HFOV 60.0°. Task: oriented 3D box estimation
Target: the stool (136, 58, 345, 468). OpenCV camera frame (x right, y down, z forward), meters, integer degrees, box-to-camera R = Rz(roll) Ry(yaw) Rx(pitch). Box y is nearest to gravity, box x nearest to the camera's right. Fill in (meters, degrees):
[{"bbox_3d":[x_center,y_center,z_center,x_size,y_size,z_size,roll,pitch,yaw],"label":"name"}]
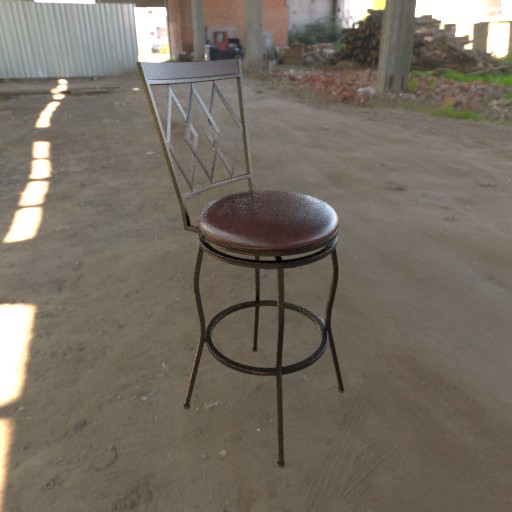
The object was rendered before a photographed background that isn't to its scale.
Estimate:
[{"bbox_3d":[0.000,0.000,1.407,0.521,1.134,0.432,18,31,33],"label":"stool"}]
